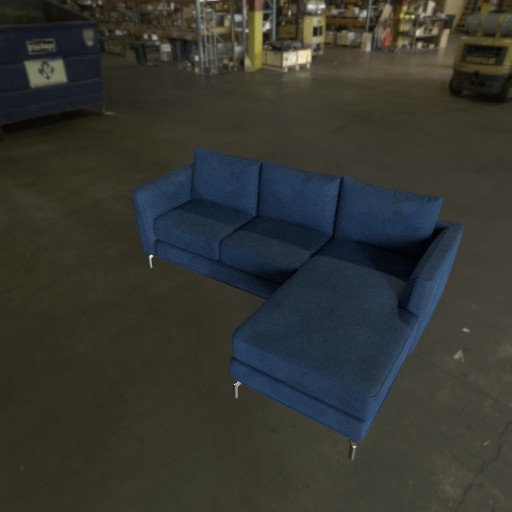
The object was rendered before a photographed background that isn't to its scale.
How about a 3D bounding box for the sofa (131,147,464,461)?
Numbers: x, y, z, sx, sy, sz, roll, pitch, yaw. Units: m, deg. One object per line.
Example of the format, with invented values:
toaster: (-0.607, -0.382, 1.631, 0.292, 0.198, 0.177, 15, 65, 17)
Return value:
sofa: (0.000, 0.000, 3.221, 2.438, 0.987, 1.622, 19, 36, 28)
